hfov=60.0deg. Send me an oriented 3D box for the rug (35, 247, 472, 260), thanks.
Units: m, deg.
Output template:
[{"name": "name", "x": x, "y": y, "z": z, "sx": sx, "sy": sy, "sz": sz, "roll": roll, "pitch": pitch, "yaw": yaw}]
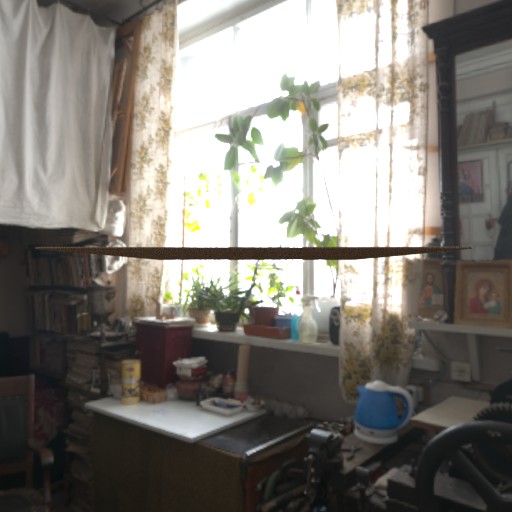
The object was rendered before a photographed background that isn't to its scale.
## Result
[{"name": "rug", "x": 0.000, "y": 0.000, "z": 3.945, "sx": 2.439, "sy": 0.013, "sz": 3.048, "roll": 0, "pitch": -2, "yaw": 1}]
